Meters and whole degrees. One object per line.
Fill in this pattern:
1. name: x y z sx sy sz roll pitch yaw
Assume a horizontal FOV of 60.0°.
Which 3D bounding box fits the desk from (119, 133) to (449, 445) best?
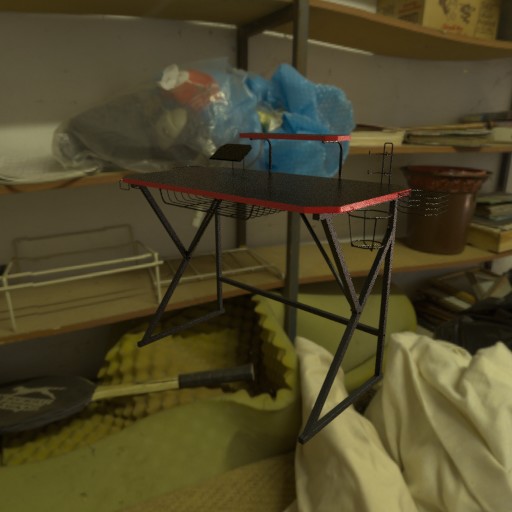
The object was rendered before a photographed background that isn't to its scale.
1. desk: 0.000 0.000 1.739 1.280 0.913 0.588 15 23 41
